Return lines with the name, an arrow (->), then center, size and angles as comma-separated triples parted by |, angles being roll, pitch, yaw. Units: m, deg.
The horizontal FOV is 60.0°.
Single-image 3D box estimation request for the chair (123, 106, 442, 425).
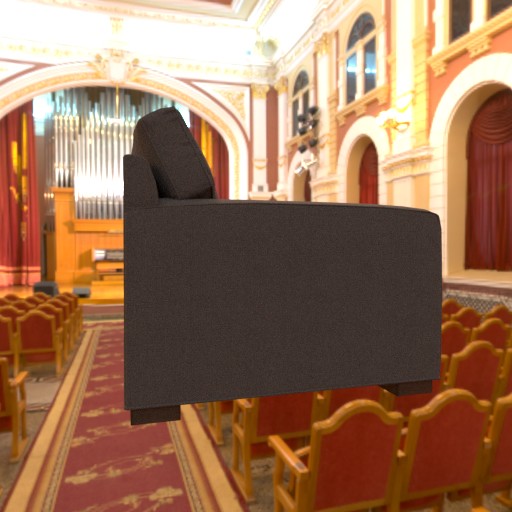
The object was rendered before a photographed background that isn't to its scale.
chair -> 0.000, 0.000, 1.815 | 1.043, 0.913, 0.997 | 0, 1, -17
